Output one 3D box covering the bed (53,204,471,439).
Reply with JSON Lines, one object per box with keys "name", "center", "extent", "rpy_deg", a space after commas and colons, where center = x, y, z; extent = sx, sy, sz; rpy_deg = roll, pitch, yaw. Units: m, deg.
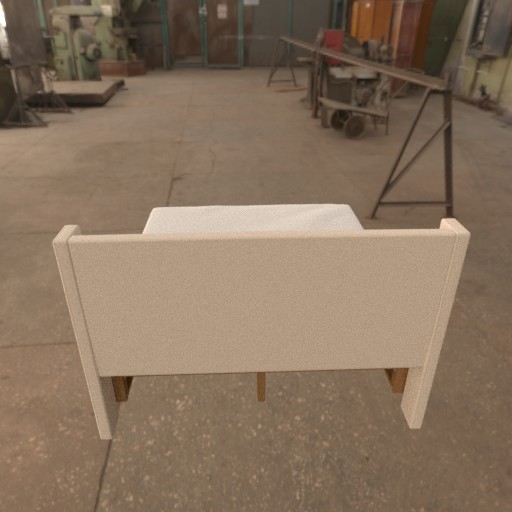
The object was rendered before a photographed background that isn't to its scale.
{"name": "bed", "center": [0.000, 0.000, 3.595], "extent": [2.145, 1.471, 2.293], "rpy_deg": [-1, 29, -2]}
